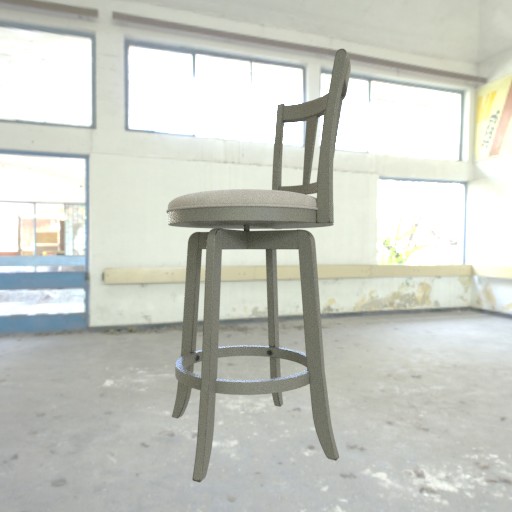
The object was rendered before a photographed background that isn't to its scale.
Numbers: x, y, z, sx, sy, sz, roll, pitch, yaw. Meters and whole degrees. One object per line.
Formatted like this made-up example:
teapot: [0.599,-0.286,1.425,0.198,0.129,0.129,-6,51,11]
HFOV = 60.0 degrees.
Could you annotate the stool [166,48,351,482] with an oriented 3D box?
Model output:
stool: [0.000,0.000,1.227,0.486,0.994,0.450,0,1,-17]
